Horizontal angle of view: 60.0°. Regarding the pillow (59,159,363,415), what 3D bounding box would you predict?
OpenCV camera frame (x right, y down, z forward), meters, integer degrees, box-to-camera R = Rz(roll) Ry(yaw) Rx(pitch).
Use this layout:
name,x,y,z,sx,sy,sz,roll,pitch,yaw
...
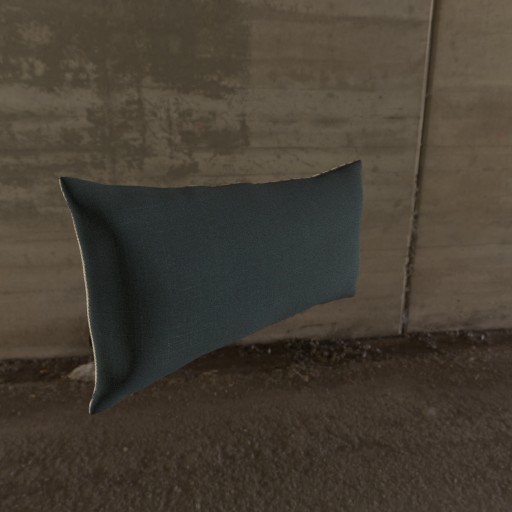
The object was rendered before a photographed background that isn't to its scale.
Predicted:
name,x,y,z,sx,sy,sz,roll,pitch,yaw
pillow,0.000,0.000,0.732,0.151,0.305,0.609,16,22,43
